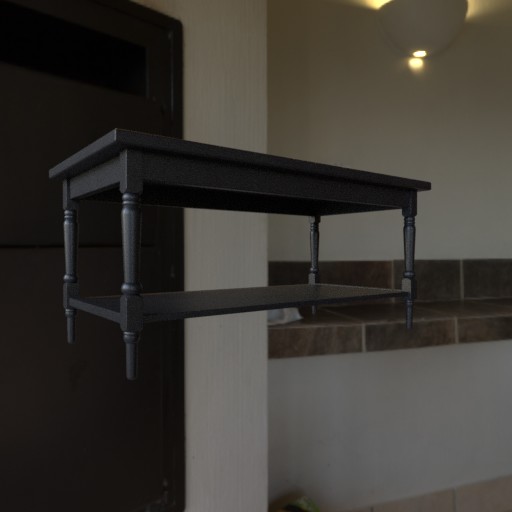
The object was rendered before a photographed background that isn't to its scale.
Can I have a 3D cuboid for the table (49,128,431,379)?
[{"bbox_3d":[0.000,0.000,1.418,1.107,0.510,0.550,0,1,-37],"label":"table"}]
